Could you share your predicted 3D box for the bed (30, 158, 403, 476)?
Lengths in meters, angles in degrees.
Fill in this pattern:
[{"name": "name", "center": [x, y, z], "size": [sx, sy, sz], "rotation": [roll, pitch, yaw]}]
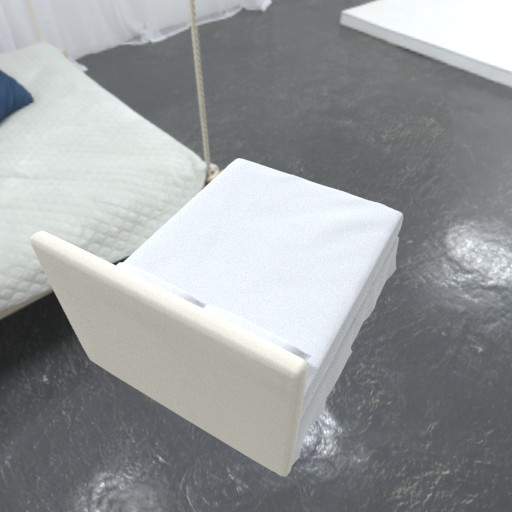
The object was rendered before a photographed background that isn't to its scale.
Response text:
[{"name": "bed", "center": [0.000, 0.000, 3.200], "size": [1.713, 1.330, 2.142], "rotation": [23, 50, 21]}]
